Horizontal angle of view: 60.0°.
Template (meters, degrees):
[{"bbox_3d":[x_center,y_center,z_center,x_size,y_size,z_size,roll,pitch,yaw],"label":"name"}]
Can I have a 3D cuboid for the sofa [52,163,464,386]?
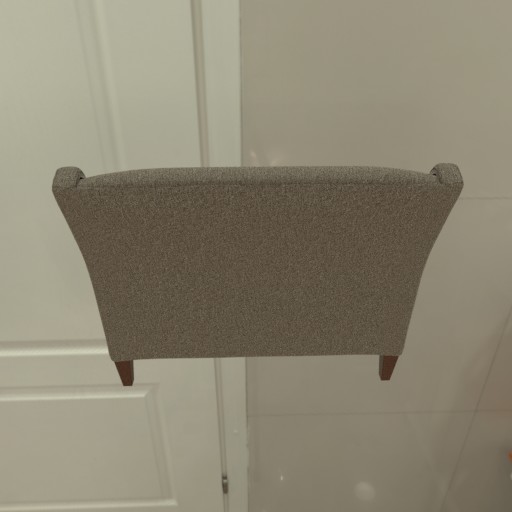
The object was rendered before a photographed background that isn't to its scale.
[{"bbox_3d":[0.000,0.000,1.891,1.242,1.026,0.862,-1,29,-1],"label":"sofa"}]
